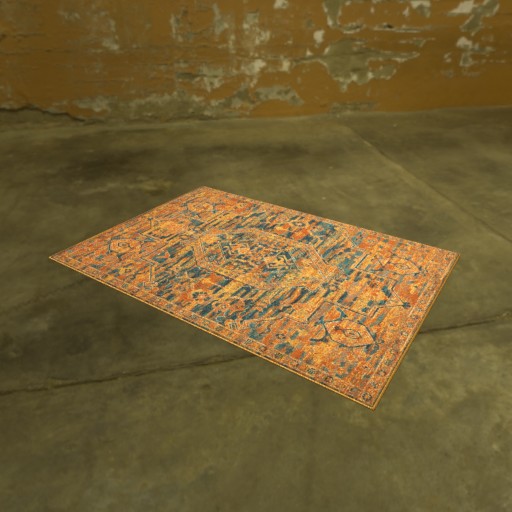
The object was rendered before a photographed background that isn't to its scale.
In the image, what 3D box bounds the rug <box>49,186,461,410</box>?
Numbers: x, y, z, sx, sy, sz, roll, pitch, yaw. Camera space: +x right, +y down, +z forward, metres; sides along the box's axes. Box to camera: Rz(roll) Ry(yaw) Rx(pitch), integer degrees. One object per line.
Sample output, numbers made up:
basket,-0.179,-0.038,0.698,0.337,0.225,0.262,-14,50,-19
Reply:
rug,0.000,0.000,3.818,2.916,0.019,2.043,19,35,29
